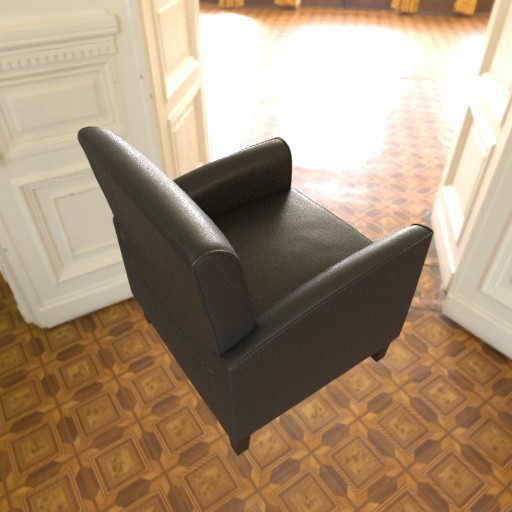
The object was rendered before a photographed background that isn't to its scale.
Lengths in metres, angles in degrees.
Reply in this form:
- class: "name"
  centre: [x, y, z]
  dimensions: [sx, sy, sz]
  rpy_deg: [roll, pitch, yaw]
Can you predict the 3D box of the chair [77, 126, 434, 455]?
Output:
- class: "chair"
  centre: [0.000, 0.000, 1.569]
  dimensions: [0.819, 0.916, 0.820]
  rpy_deg: [-24, 46, -26]
